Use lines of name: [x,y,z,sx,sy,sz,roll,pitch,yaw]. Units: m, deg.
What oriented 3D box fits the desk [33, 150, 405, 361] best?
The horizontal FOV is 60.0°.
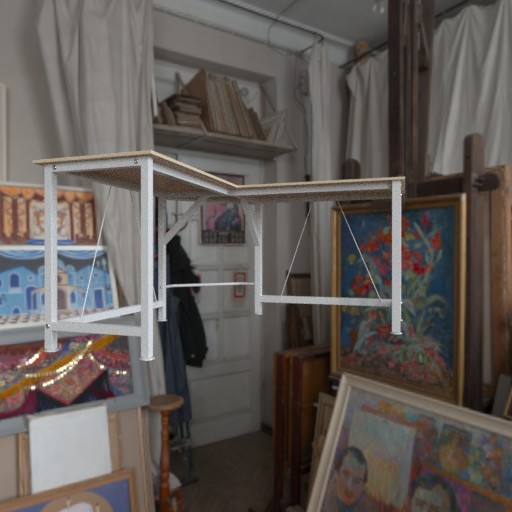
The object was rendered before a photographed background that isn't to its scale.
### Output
desk: [0.000,0.000,2.200,1.400,0.762,1.400,0,0,19]
